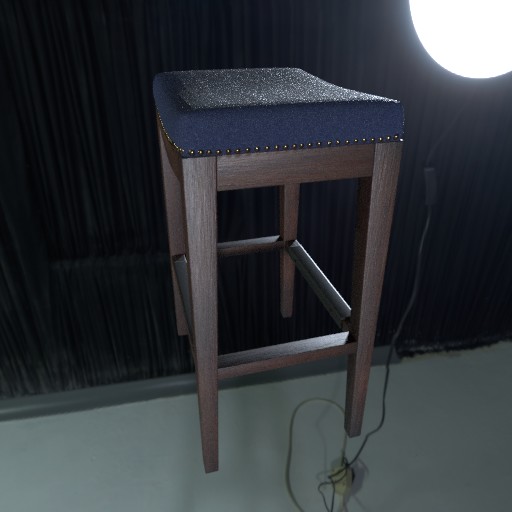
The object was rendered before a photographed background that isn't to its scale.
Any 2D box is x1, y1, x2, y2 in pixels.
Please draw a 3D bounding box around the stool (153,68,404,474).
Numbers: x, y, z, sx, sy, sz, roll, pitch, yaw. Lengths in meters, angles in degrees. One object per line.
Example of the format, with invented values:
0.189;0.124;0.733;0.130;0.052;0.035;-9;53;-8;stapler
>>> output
0.000;0.000;1.003;0.358;0.740;0.498;-8;30;-14;stool
